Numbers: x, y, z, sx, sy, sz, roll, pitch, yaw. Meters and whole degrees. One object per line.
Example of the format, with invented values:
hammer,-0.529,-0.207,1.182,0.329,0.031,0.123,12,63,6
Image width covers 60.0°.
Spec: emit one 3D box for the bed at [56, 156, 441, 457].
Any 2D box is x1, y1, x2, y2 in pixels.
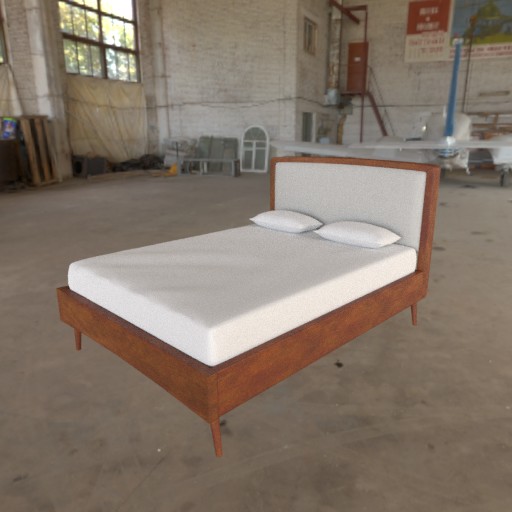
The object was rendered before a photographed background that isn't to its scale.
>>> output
bed,0.000,0.000,3.138,1.587,1.275,2.196,15,22,43
